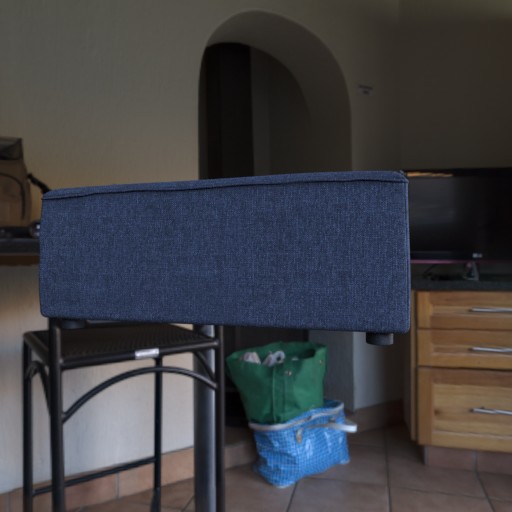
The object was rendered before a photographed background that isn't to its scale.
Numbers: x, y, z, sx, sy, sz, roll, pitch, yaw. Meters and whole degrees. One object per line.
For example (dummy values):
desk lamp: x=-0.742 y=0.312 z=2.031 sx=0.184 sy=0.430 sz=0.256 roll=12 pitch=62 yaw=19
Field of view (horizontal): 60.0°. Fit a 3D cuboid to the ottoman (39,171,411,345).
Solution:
ottoman: x=0.000 y=0.000 z=1.594 sx=1.017 sy=0.423 sz=1.023 roll=0 pitch=0 yaw=17
